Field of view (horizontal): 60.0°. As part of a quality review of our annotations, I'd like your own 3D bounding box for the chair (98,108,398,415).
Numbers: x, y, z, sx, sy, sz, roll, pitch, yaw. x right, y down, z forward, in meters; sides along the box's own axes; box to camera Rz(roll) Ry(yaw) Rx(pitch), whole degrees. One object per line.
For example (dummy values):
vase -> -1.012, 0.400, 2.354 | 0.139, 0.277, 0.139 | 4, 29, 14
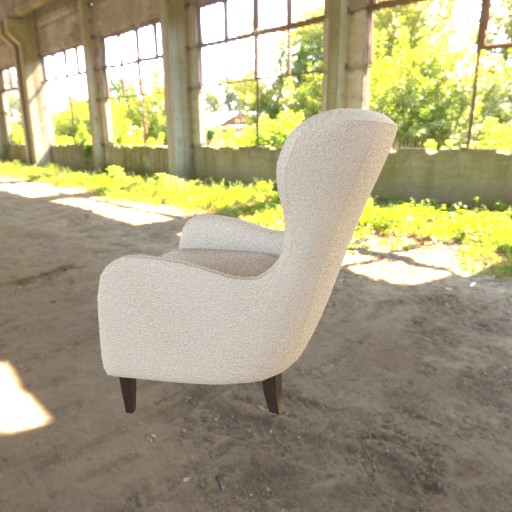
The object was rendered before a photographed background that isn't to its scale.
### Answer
chair -> 0.000, 0.000, 1.757 | 0.984, 1.064, 0.861 | 3, 15, 10
